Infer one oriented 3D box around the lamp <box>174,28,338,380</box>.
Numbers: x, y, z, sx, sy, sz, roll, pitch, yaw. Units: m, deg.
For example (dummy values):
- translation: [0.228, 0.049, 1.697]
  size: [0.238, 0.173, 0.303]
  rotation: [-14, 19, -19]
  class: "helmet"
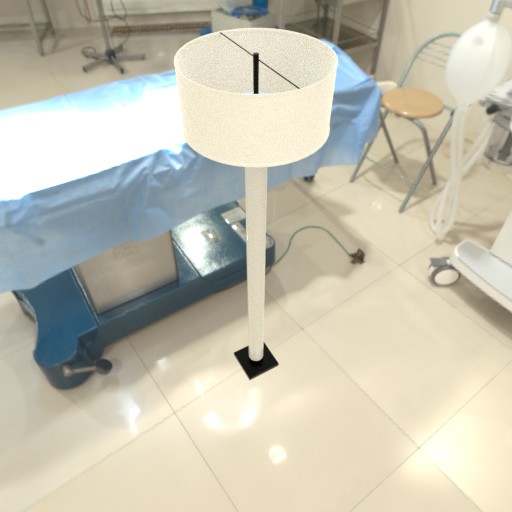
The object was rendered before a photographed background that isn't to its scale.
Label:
- translation: [0.000, 0.000, 1.655]
  size: [0.420, 1.475, 0.420]
  rotation: [-22, 50, -20]
  class: "lamp"
